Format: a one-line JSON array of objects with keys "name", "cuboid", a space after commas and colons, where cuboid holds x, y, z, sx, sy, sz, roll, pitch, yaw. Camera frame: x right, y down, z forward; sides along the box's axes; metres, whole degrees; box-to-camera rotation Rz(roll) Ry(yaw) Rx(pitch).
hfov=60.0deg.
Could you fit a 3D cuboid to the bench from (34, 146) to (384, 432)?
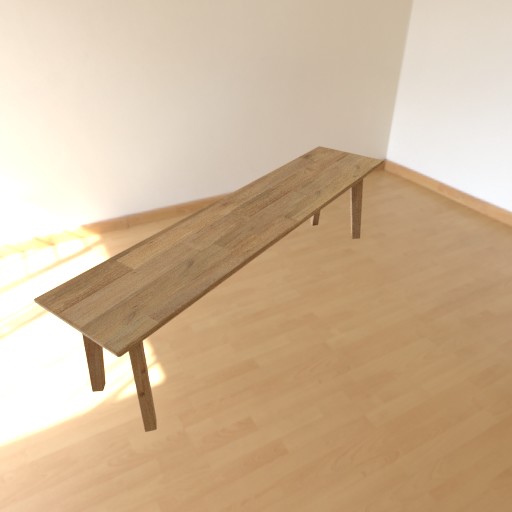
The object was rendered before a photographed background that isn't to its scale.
[{"name": "bench", "cuboid": [0.000, 0.000, 1.900, 0.378, 0.431, 1.698, 22, 38, 30]}]
